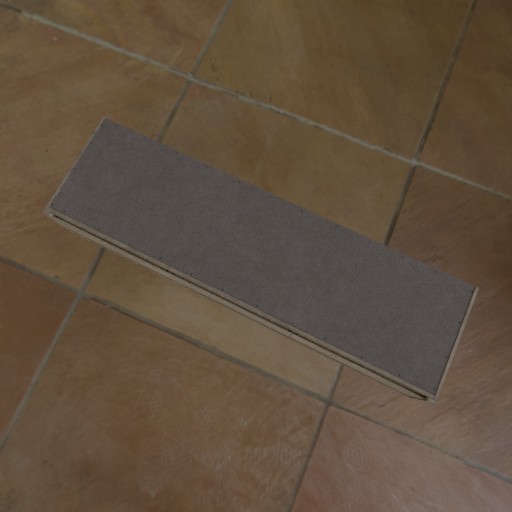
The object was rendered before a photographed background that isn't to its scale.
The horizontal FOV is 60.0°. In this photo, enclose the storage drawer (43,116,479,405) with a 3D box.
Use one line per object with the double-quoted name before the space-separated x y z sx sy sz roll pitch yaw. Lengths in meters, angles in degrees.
"storage drawer" 0.000 0.000 2.286 2.072 0.274 0.591 25 78 6
